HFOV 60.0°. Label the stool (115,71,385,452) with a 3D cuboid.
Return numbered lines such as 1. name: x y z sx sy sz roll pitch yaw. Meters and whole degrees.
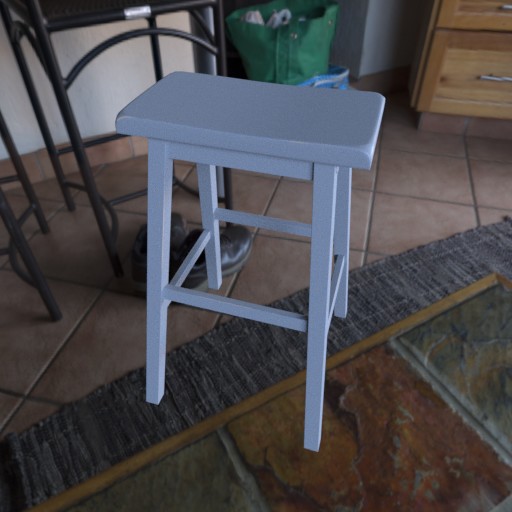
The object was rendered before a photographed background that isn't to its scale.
1. stool: 0.000 0.000 1.046 0.457 0.737 0.476 11 42 13
